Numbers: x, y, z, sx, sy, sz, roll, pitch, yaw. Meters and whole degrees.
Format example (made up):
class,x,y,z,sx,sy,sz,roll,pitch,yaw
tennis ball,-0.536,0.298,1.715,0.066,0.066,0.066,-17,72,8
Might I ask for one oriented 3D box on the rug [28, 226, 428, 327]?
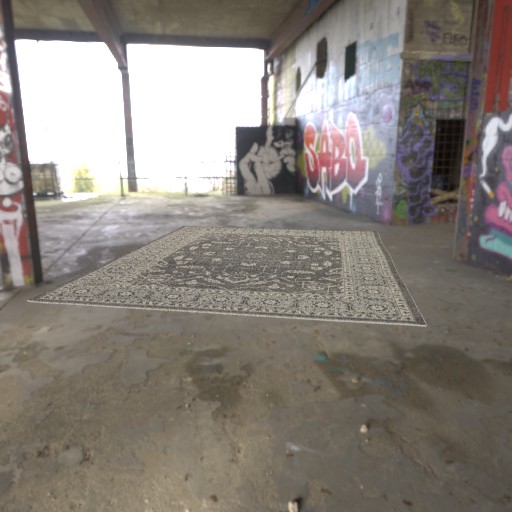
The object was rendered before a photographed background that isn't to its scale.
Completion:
class,x,y,z,sx,sy,sz,roll,pitch,yaw
rug,0.000,0.000,4.097,2.451,0.026,3.069,2,13,10
